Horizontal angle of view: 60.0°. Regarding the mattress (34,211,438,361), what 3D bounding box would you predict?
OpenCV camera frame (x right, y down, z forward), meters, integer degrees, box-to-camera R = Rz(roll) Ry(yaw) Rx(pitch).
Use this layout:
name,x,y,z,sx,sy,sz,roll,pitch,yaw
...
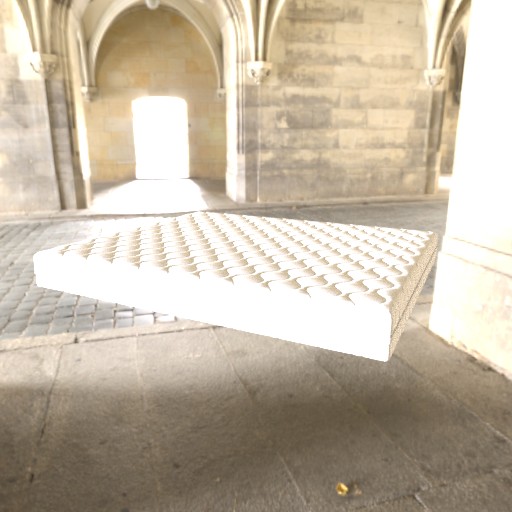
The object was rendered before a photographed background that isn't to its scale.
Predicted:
name,x,y,z,sx,sy,sz,roll,pitch,yaw
mattress,0.000,0.000,2.676,1.900,0.200,1.600,7,17,26
